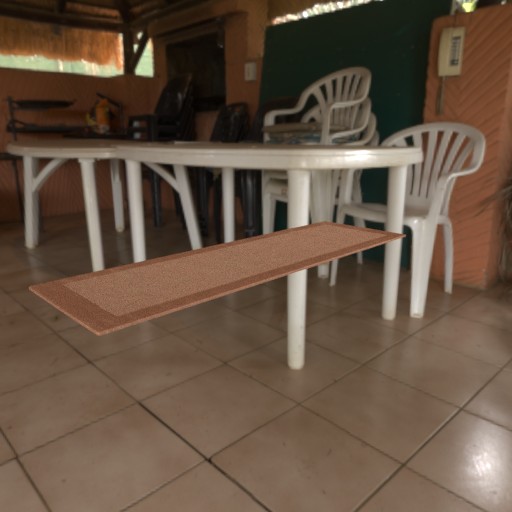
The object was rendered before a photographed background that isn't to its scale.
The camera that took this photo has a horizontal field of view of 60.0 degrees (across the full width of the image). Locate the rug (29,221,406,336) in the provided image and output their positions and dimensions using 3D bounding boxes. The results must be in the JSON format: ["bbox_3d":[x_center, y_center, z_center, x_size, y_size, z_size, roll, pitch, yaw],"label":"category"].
[{"bbox_3d":[0.000,0.000,2.770,2.439,0.017,0.764,-15,21,-43],"label":"rug"}]
